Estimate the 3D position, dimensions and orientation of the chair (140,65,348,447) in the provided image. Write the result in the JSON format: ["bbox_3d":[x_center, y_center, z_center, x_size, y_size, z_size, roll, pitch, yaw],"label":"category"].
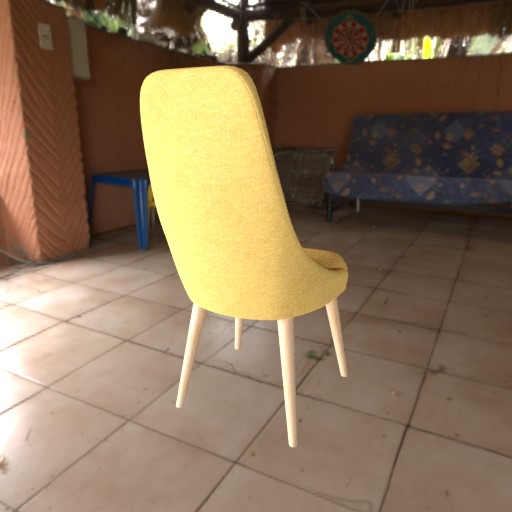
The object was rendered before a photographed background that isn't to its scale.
[{"bbox_3d":[0.000,0.000,1.402,0.510,1.040,0.660,8,18,26],"label":"chair"}]
